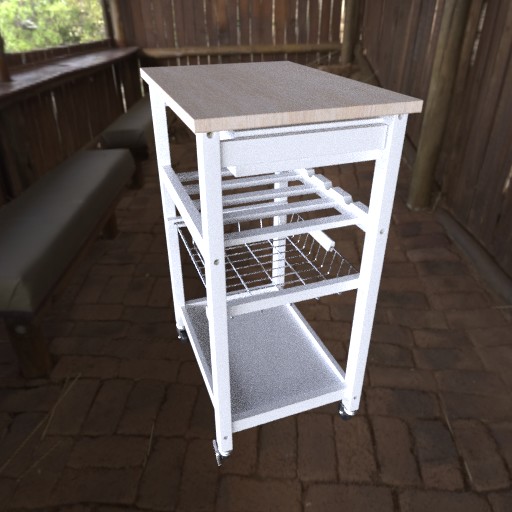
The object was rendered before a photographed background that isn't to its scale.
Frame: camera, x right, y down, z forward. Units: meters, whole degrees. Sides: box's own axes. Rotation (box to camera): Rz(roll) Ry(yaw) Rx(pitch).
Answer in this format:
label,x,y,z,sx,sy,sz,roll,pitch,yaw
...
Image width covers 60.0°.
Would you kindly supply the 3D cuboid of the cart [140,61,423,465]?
label,x,y,z,sx,sy,sz,roll,pitch,yaw
cart,0.000,0.000,1.154,0.406,0.857,0.578,-11,32,-17
